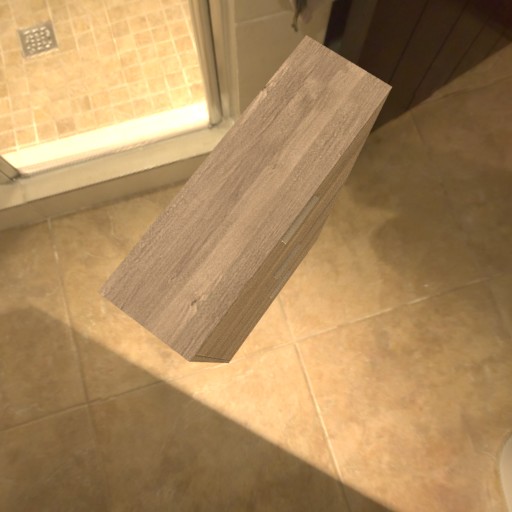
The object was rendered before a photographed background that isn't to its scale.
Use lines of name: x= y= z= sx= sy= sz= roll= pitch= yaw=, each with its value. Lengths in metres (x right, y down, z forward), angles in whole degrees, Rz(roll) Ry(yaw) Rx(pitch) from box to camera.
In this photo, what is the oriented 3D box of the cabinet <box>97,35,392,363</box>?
cabinet: x=0.000 y=0.000 z=1.572 sx=0.250 sy=1.280 sz=0.750 roll=35 pitch=79 yaw=8
